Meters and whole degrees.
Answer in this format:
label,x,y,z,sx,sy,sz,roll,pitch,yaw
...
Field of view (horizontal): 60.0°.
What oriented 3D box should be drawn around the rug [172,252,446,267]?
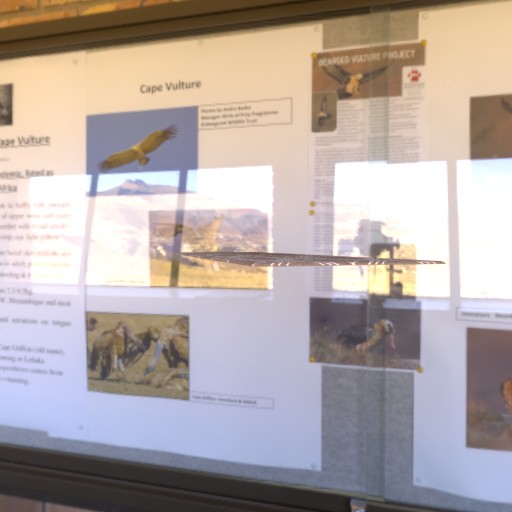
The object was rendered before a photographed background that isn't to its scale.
label,x,y,z,sx,sy,sz,roll,pitch,yaw
rug,0.000,0.000,2.761,0.773,0.012,2.464,0,1,-17
